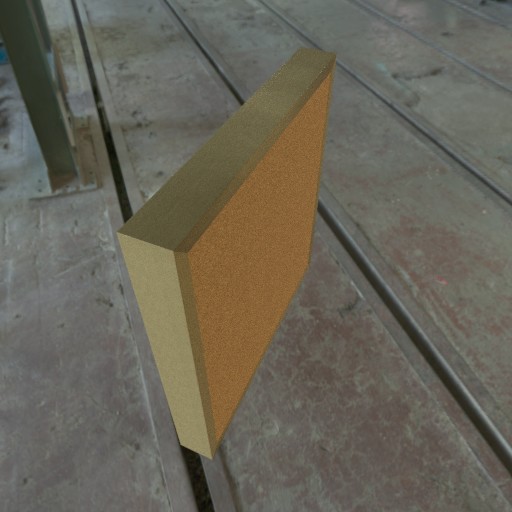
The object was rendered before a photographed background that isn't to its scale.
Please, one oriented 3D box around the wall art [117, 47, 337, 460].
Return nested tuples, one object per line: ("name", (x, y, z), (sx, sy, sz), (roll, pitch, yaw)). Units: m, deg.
("wall art", (0.000, 0.000, 0.454), (0.038, 0.305, 0.304), (18, 48, 17))
